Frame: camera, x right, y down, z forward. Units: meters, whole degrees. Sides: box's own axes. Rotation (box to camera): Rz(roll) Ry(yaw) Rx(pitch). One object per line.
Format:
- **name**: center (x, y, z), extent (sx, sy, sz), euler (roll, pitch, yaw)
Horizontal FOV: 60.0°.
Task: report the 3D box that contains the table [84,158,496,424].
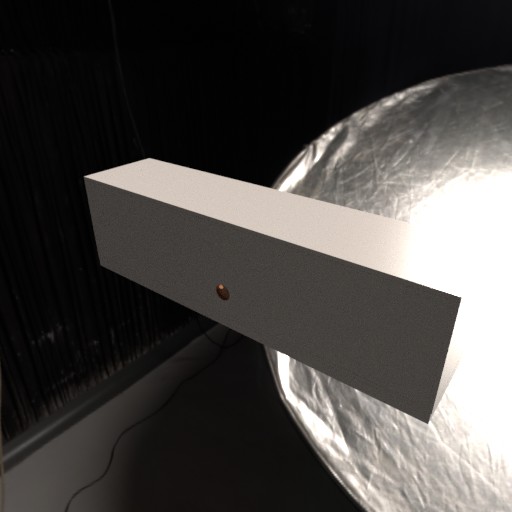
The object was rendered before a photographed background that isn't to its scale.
- **table**: center (0.000, 0.000, 1.725), extent (1.550, 0.440, 0.400), euler (20, 34, 32)
